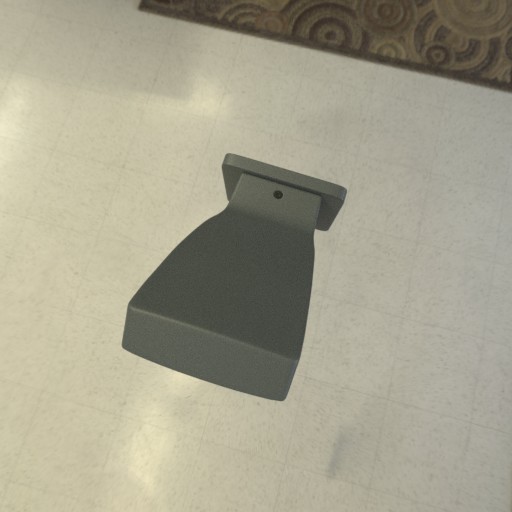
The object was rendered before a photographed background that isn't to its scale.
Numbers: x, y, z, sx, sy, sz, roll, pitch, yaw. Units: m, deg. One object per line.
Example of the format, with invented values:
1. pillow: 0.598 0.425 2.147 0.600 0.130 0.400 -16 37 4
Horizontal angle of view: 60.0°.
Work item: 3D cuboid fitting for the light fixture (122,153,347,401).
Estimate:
1. light fixture: 0.000 0.000 0.328 0.108 0.243 0.174 17 78 4
